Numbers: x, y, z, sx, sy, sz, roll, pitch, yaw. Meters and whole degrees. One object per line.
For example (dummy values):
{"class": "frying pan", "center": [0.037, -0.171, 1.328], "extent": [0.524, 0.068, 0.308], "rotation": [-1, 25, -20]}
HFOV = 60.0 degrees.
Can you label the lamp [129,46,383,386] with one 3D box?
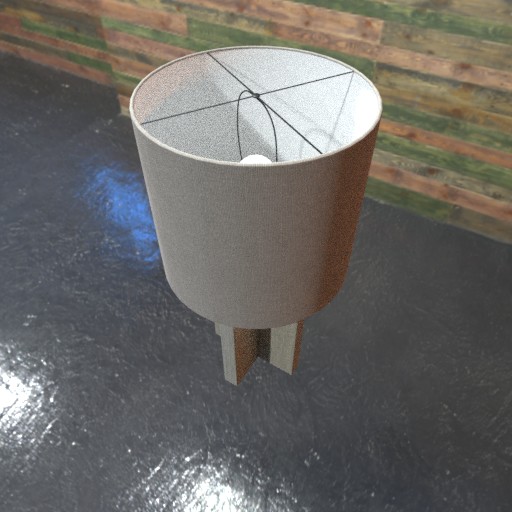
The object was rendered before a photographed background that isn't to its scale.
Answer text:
{"class": "lamp", "center": [0.000, 0.000, 0.560], "extent": [0.229, 0.428, 0.229], "rotation": [24, 51, 22]}
